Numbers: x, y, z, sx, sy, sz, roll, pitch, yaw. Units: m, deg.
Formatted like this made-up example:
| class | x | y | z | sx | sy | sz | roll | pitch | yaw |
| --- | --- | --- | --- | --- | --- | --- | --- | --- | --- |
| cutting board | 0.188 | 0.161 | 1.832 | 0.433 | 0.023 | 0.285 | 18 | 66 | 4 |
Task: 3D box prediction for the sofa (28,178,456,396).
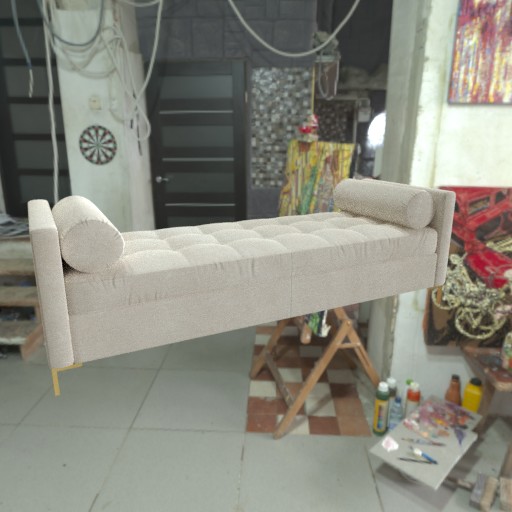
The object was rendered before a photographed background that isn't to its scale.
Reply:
| class | x | y | z | sx | sy | sz | roll | pitch | yaw |
| --- | --- | --- | --- | --- | --- | --- | --- | --- | --- |
| sofa | 0.000 | 0.000 | 2.228 | 1.981 | 0.635 | 0.686 | -8 | 18 | -26 |
